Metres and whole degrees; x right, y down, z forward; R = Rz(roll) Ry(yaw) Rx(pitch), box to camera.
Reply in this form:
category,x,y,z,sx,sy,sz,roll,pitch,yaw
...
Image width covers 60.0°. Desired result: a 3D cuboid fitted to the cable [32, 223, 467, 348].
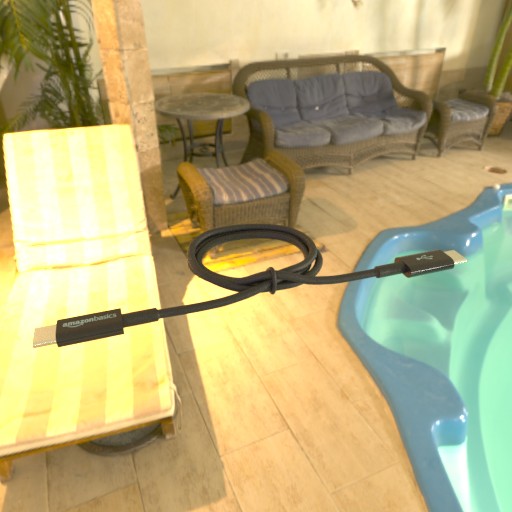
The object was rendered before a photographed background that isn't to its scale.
category,x,y,z,sx,sy,sz,roll,pitch,yaw
cable,0.000,0.000,0.223,0.203,0.014,0.070,-10,33,-15
